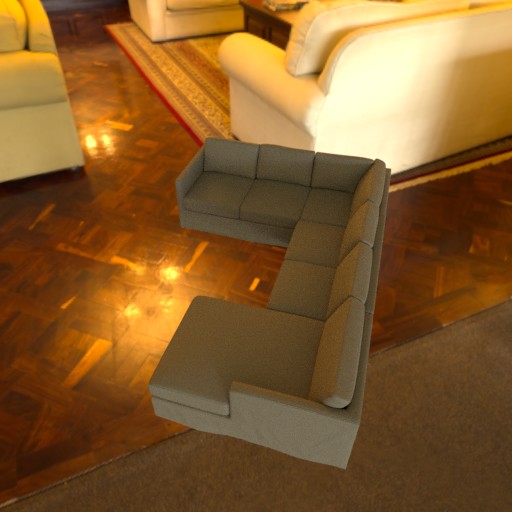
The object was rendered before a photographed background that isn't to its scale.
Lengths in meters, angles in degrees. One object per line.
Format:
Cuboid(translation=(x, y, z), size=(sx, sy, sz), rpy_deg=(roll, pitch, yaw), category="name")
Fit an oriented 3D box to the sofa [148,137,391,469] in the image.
Cuboid(translation=(0.000, 0.000, 4.559), size=(2.427, 0.882, 3.460), rpy_deg=(11, 43, 12), category="sofa")
